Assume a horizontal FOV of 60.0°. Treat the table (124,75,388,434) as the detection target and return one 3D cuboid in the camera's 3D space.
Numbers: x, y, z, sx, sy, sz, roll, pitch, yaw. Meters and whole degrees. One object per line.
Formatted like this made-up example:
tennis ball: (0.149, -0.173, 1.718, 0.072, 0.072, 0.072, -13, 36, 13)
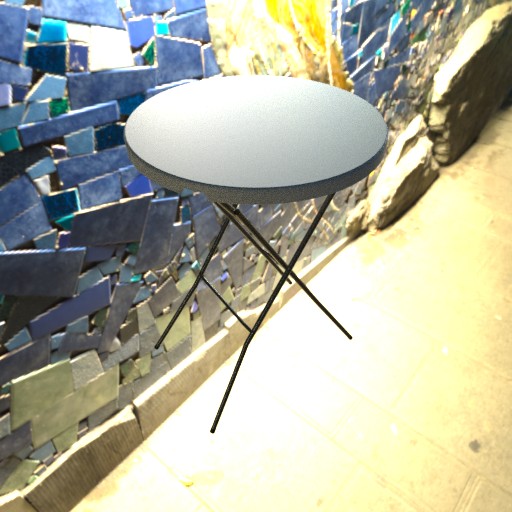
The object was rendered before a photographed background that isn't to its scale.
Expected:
table: (0.000, 0.000, 1.715, 0.795, 1.105, 0.792, -25, 47, -26)
